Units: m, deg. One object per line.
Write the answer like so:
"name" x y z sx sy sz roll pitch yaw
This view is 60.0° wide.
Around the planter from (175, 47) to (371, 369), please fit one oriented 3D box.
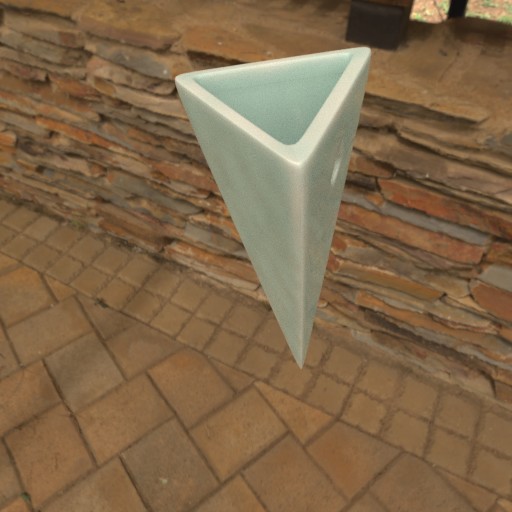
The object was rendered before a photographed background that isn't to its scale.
"planter" 0.000 0.000 0.215 0.064 0.178 0.080 17 50 15
